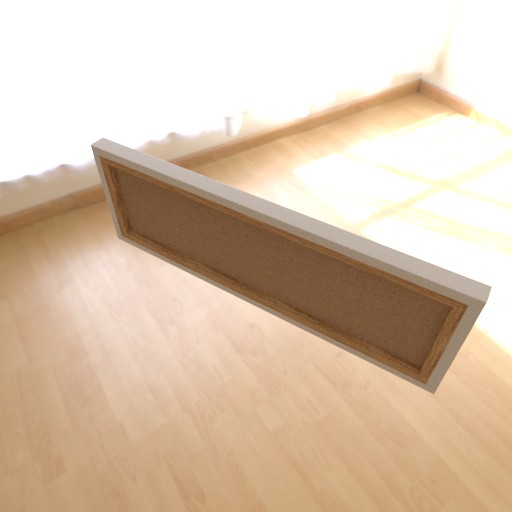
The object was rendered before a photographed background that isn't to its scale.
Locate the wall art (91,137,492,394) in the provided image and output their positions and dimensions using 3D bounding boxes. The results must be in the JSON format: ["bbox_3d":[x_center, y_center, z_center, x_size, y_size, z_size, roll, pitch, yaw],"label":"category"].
[{"bbox_3d":[0.000,0.000,0.847,0.763,0.255,0.038,24,50,22],"label":"wall art"}]
